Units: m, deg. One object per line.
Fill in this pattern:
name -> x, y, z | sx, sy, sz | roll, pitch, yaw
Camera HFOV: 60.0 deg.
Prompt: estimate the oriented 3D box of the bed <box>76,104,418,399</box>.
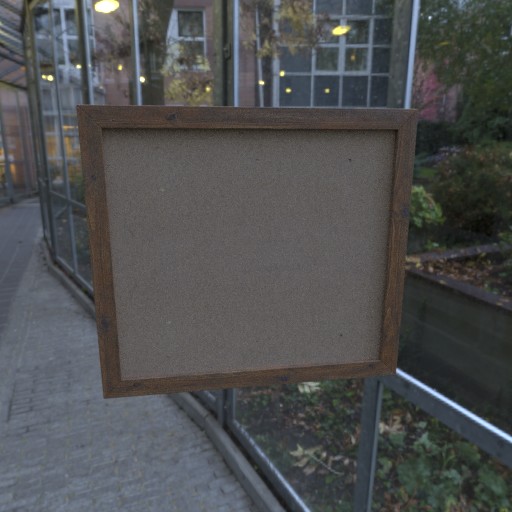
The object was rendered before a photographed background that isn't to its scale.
bed -> 0.000, 0.000, 1.478 | 1.046, 0.942, 0.046 | -2, 14, -9
